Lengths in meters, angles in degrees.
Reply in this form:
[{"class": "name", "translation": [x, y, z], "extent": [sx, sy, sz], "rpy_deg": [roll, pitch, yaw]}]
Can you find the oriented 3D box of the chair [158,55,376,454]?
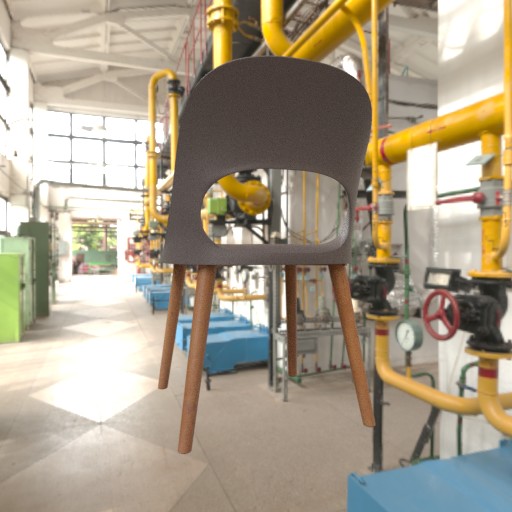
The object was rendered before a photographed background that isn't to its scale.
[{"class": "chair", "translation": [0.000, 0.000, 1.148], "extent": [0.470, 0.794, 0.556], "rpy_deg": [0, 0, -18]}]
